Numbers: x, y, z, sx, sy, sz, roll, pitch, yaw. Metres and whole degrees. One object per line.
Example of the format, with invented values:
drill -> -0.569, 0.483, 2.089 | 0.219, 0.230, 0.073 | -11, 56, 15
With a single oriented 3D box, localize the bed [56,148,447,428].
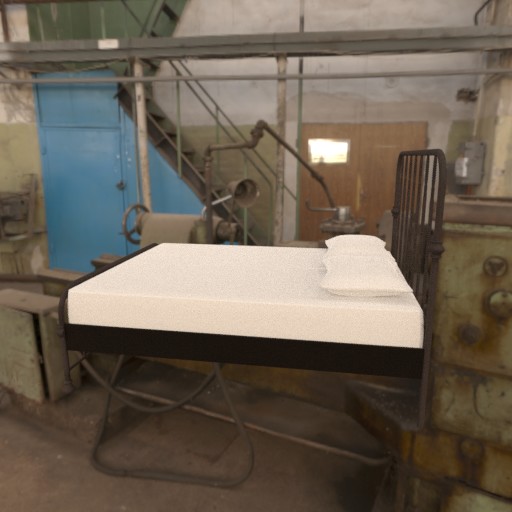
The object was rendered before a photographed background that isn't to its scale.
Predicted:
bed -> 0.000, 0.000, 3.126 | 2.134, 1.446, 1.616 | 2, 13, 10
